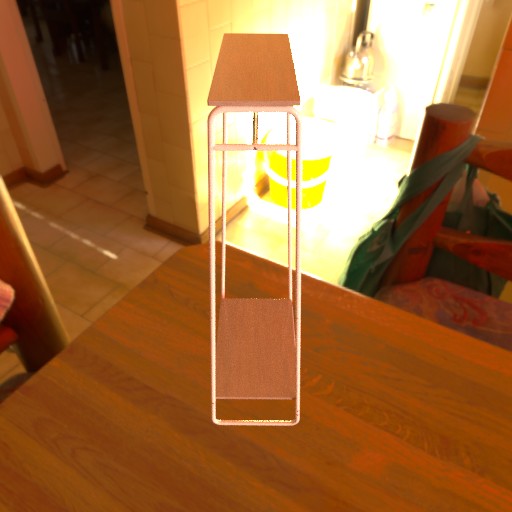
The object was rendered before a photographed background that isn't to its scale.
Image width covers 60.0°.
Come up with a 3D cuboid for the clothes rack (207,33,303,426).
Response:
[{"bbox_3d":[0.000,0.000,1.802,0.400,1.512,0.640,0,40,0],"label":"clothes rack"}]
